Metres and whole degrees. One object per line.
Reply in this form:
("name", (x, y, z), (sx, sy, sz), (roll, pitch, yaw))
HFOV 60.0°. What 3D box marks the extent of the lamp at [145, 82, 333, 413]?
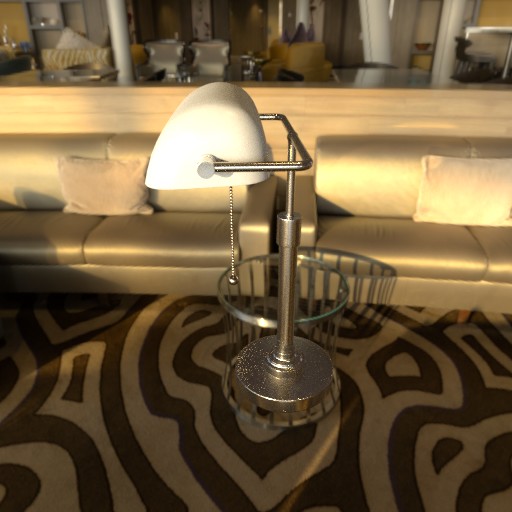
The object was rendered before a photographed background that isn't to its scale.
("lamp", (0.000, 0.000, 0.568), (0.227, 0.404, 0.269), (-1, 27, -2))
